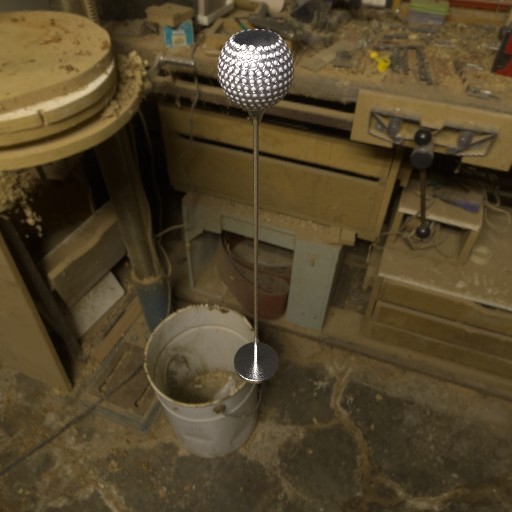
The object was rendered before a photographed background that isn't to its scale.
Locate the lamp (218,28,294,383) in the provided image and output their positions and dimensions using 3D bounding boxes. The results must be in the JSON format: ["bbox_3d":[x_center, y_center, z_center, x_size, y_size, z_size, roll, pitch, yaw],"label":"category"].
[{"bbox_3d":[0.000,0.000,1.913,0.254,1.805,0.254,0,46,0],"label":"lamp"}]
